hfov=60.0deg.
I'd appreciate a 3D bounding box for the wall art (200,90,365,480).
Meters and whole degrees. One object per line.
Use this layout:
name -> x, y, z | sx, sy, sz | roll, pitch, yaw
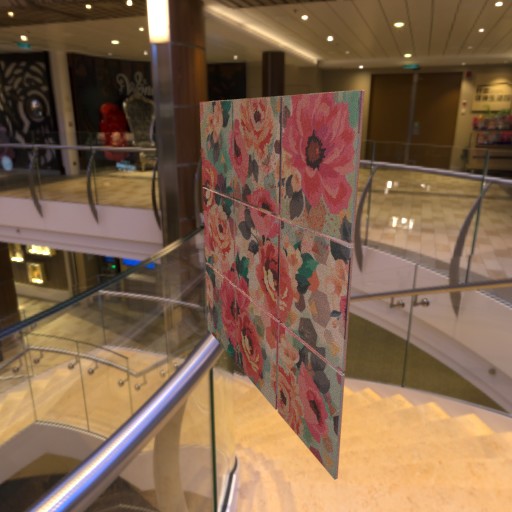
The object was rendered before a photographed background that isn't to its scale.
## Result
wall art -> 0.000, 0.000, 1.817 | 0.013, 1.220, 1.216 | -8, 19, -25
